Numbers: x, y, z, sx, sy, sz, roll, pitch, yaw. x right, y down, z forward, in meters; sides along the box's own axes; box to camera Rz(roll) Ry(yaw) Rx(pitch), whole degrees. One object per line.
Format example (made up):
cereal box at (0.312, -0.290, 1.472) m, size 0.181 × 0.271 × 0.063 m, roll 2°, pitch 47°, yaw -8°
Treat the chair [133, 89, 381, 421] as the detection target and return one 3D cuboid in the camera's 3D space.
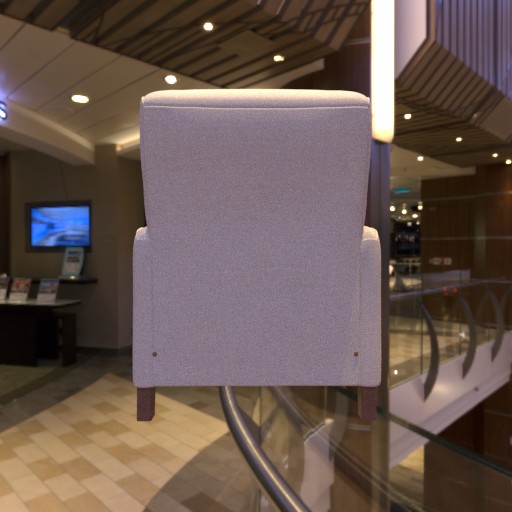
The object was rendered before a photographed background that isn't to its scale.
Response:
chair at (0.000, 0.000, 1.716) m, size 0.841 × 1.023 × 0.858 m, roll 0°, pitch 1°, yaw -1°
